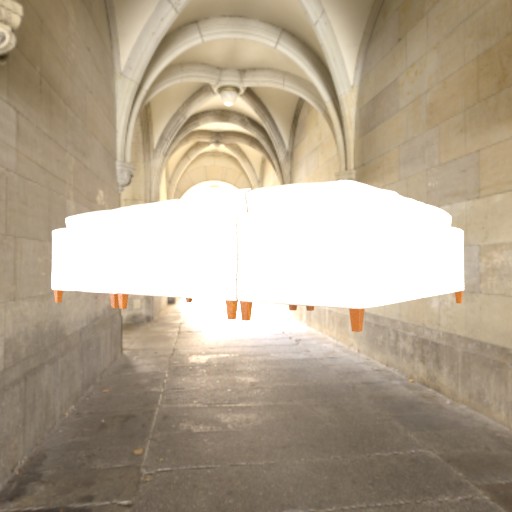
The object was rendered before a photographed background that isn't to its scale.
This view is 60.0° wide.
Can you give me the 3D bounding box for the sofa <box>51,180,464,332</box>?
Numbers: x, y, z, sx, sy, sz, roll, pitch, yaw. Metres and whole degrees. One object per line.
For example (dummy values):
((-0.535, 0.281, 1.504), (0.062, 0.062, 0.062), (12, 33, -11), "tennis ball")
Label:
((0.000, 0.000, 4.570), (3.460, 0.961, 2.594), (-1, -2, 37), "sofa")
